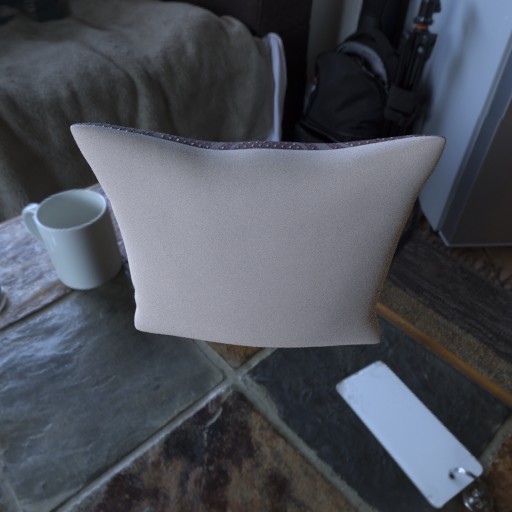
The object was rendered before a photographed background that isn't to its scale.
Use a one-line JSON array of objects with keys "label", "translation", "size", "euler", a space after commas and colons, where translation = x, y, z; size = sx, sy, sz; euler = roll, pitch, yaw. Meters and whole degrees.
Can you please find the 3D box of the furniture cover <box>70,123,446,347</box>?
[{"label": "furniture cover", "translation": [0.000, 0.000, 0.818], "size": [0.552, 0.509, 0.193], "euler": [3, 45, 3]}]
